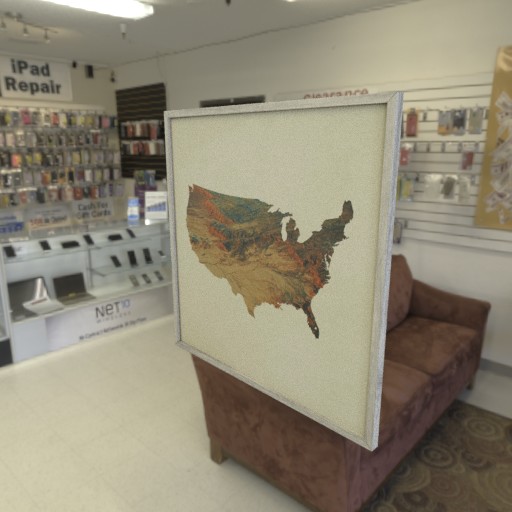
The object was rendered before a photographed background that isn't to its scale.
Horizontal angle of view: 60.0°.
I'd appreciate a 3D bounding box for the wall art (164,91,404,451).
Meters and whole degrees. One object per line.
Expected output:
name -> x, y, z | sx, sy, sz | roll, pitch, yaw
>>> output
wall art -> 0.000, 0.000, 0.779 | 0.016, 0.507, 0.508 | -14, 20, -43
